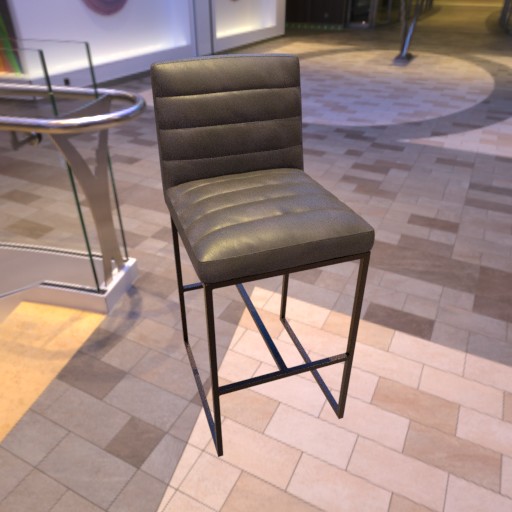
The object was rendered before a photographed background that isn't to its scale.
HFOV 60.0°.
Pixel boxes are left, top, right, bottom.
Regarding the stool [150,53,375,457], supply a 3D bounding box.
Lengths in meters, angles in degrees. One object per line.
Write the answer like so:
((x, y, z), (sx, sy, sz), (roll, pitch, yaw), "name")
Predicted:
((0.000, 0.000, 1.360), (0.463, 1.065, 0.562), (-11, 34, -16), "stool")
